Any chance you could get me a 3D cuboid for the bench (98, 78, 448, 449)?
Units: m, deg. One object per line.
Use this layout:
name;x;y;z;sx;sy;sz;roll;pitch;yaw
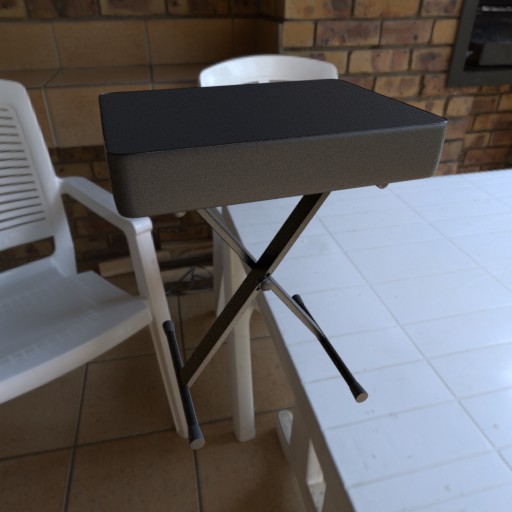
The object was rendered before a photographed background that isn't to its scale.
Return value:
bench;0.000;0.000;0.759;0.424;0.500;0.321;-10;33;-16
